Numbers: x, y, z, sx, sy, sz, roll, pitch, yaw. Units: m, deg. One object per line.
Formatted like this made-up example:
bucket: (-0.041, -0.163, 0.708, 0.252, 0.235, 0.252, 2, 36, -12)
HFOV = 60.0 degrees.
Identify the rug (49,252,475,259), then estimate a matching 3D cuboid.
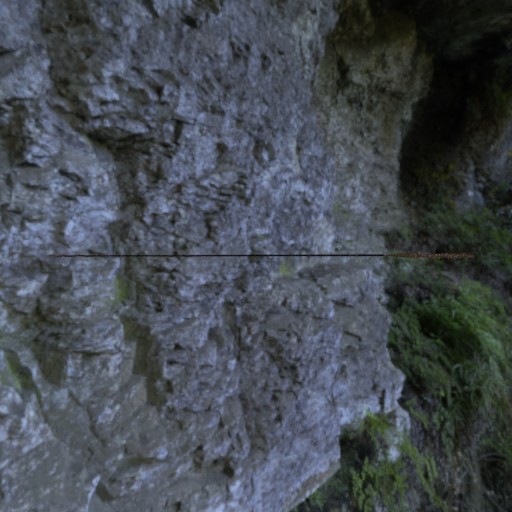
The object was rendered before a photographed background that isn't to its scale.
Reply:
rug: (0.000, 0.000, 2.428, 2.021, 0.027, 1.224, 0, 0, 34)
